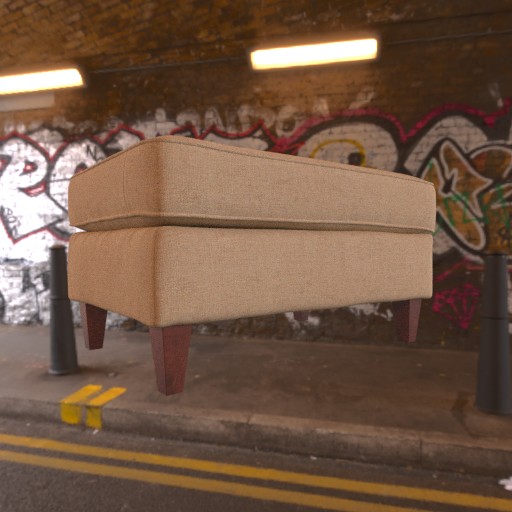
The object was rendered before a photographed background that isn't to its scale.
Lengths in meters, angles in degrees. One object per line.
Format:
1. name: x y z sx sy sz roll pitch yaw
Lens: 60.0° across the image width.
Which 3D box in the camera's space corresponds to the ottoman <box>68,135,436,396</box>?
1. ottoman: 0.000 0.000 1.209 0.862 0.484 0.583 -1 2 -37
